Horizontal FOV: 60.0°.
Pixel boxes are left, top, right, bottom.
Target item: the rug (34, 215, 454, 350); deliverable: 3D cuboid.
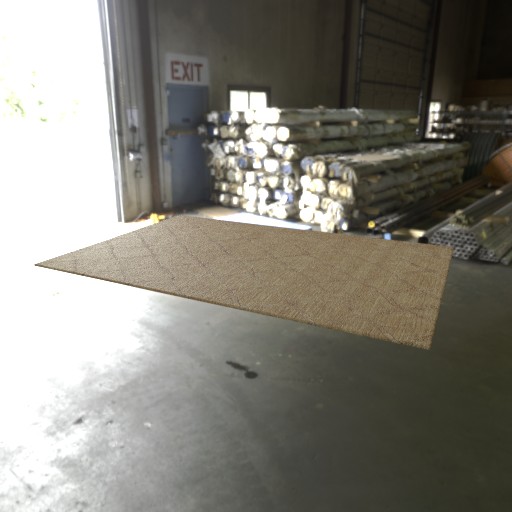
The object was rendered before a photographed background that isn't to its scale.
[{"bbox_3d":[0.000,0.000,2.891,2.292,0.014,1.528,9,20,25],"label":"rug"}]
